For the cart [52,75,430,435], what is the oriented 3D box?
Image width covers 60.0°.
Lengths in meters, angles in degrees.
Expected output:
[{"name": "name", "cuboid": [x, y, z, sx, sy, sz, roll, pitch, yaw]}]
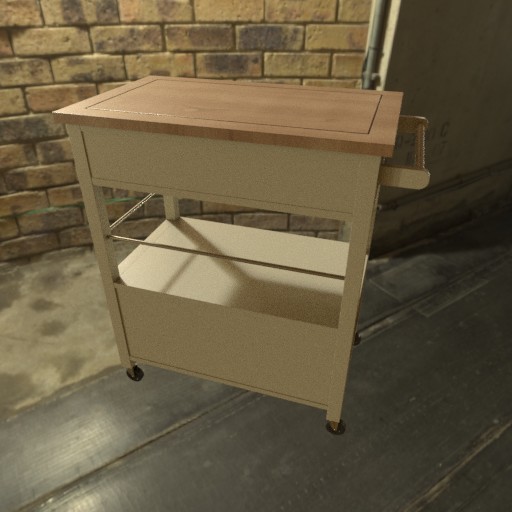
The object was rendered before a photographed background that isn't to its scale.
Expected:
[{"name": "cart", "cuboid": [0.000, 0.000, 1.338, 0.840, 0.901, 0.459, 10, 34, 15]}]
